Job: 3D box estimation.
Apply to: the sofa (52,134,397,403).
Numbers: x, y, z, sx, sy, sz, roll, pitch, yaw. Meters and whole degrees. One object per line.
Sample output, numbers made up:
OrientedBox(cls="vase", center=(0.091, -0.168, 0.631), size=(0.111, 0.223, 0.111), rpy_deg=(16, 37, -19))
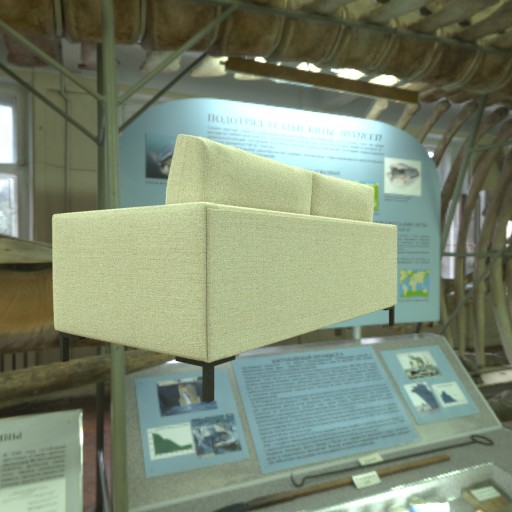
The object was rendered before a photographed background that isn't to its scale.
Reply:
OrientedBox(cls="sofa", center=(0.000, 0.000, 2.141), size=(0.839, 0.812, 1.651), rpy_deg=(1, 1, 36))
